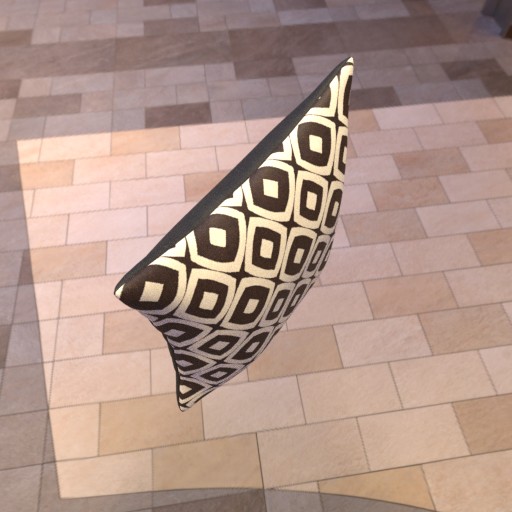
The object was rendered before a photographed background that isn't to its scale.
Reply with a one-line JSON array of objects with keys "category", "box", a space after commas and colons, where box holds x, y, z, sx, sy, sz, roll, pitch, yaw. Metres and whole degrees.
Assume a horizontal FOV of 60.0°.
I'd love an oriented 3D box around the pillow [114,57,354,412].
[{"category": "pillow", "box": [0.000, 0.000, 0.775, 0.188, 0.494, 0.504, 31, 62, 18]}]
